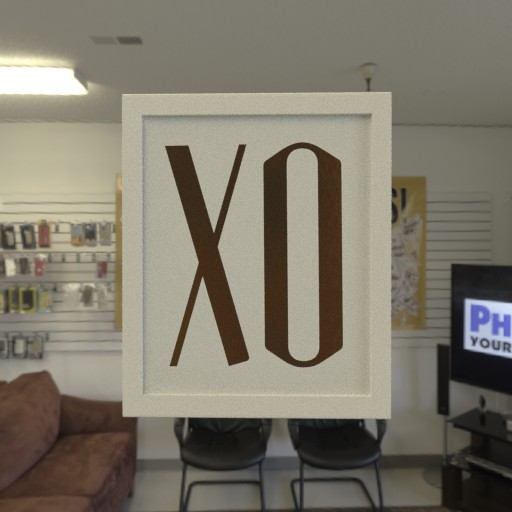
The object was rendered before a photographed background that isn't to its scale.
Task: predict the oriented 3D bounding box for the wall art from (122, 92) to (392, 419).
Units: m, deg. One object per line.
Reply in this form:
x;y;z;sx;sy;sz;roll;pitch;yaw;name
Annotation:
0.000;0.000;0.741;0.444;0.536;0.020;0;0;1;wall art
